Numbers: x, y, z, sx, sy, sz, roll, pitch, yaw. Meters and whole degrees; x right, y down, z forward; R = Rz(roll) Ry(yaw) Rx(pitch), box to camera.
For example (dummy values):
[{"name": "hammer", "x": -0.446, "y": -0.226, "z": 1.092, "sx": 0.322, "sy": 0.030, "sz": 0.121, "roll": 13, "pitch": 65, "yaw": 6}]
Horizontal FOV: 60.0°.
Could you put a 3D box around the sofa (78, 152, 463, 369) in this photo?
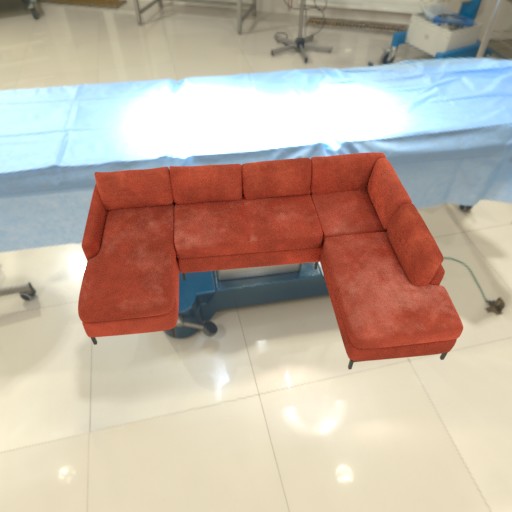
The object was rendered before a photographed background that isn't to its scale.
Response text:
[{"name": "sofa", "x": 0.000, "y": 0.000, "z": 3.903, "sx": 2.971, "sy": 0.858, "sz": 1.981, "roll": -5, "pitch": 46, "yaw": -4}]
